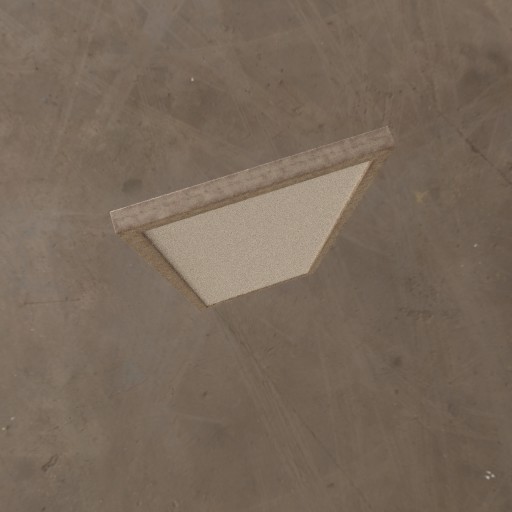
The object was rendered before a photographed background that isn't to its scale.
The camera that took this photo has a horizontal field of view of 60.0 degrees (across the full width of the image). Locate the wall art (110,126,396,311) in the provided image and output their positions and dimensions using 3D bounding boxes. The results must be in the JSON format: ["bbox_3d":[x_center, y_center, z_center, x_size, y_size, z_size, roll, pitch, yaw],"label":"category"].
[{"bbox_3d":[0.000,0.000,1.684,0.648,1.461,0.051,-18,77,-4],"label":"wall art"}]
